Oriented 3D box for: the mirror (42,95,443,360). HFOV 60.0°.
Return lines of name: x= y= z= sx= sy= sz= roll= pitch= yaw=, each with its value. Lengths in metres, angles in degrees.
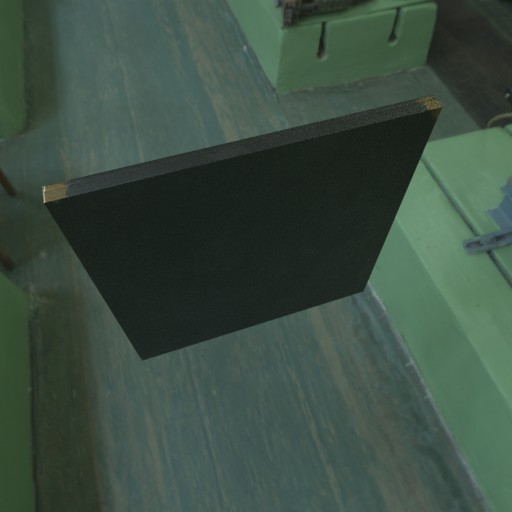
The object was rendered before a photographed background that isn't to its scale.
mirror: x=0.000 y=0.000 z=0.567 sx=0.382 sy=0.381 sz=0.020 roll=-16 pitch=58 yaw=-10
